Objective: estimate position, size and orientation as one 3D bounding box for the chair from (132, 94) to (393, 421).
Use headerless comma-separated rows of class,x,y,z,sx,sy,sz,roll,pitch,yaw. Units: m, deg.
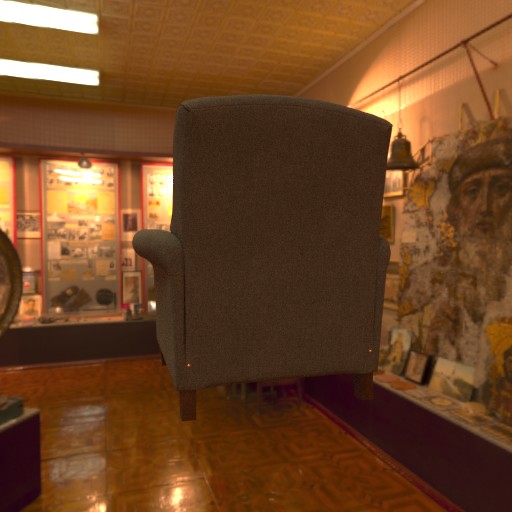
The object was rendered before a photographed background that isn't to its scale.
chair,0.000,0.000,1.856,0.978,1.061,0.905,0,2,-17
